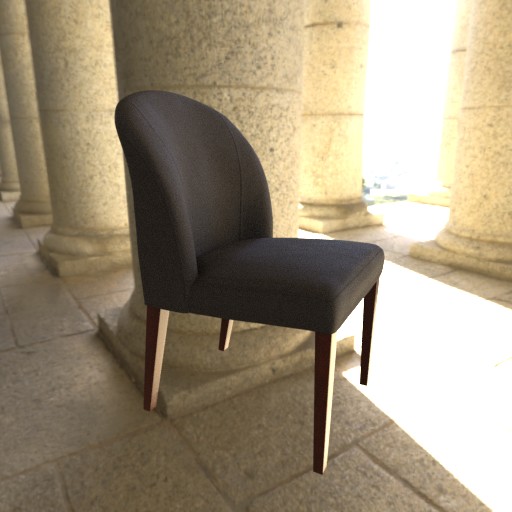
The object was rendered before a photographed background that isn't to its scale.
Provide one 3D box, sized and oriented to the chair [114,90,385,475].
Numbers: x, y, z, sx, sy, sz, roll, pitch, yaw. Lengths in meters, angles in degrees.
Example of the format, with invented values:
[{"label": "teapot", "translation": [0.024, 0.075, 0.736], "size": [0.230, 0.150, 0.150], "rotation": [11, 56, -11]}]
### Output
[{"label": "chair", "translation": [0.000, 0.000, 1.224], "size": [0.619, 0.879, 0.506], "rotation": [8, 18, 26]}]
